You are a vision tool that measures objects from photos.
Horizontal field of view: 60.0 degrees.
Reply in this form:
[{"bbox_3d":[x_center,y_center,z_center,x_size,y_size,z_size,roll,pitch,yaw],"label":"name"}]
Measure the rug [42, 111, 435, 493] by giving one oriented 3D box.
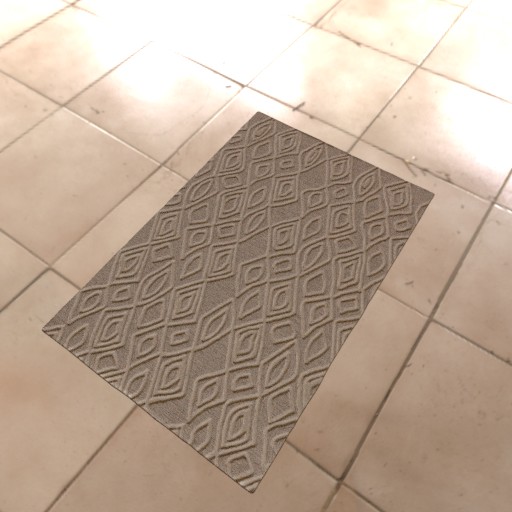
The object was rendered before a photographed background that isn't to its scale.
[{"bbox_3d":[0.000,0.000,2.310,1.224,0.016,1.832,30,63,17],"label":"rug"}]
